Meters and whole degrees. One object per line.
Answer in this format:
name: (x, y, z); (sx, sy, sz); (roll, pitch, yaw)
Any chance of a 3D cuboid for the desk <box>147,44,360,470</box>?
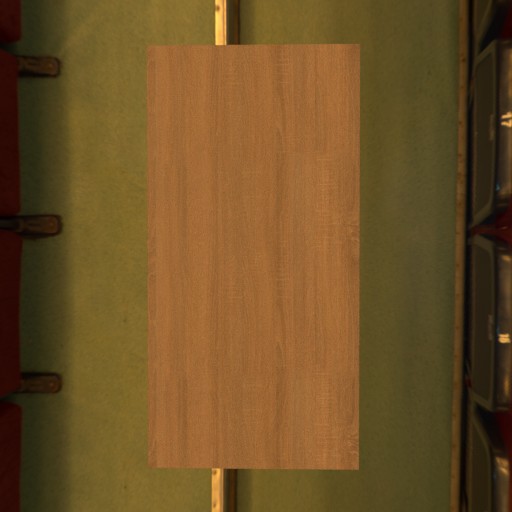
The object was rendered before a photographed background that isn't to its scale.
desk: (0.000, 0.000, 1.416); (0.495, 0.762, 0.991); (0, 91, 1)
